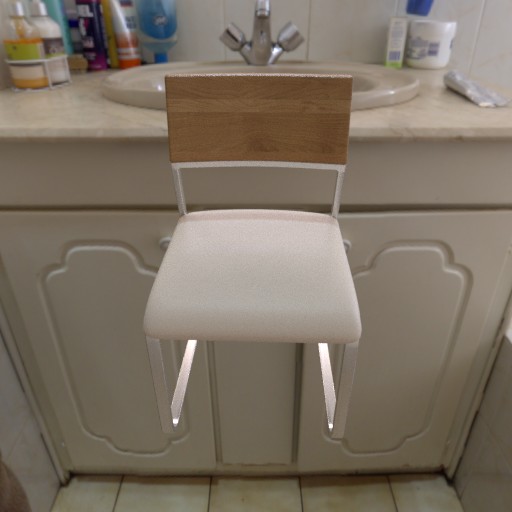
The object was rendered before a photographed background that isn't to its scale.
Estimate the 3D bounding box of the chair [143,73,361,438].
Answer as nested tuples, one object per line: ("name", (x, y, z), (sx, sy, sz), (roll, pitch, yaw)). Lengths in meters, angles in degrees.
("chair", (0.000, 0.000, 1.165), (0.467, 0.844, 0.585), (1, 30, 2))
